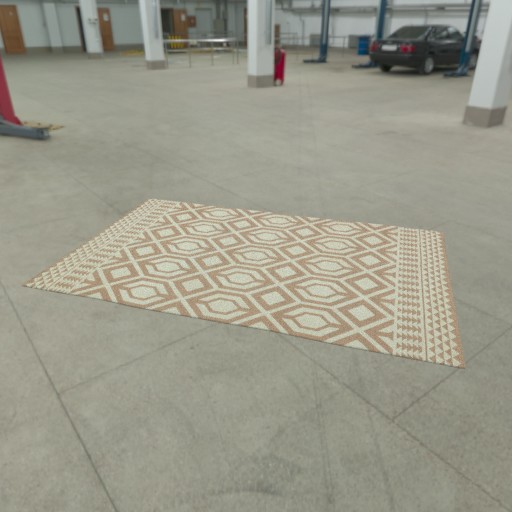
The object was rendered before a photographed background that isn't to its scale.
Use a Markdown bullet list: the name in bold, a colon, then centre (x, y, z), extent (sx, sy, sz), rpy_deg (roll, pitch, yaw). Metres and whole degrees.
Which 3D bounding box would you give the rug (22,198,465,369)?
- **rug**: centre (0.000, 0.000, 2.950), extent (2.435, 0.011, 1.526), rpy_deg (8, 29, 15)
